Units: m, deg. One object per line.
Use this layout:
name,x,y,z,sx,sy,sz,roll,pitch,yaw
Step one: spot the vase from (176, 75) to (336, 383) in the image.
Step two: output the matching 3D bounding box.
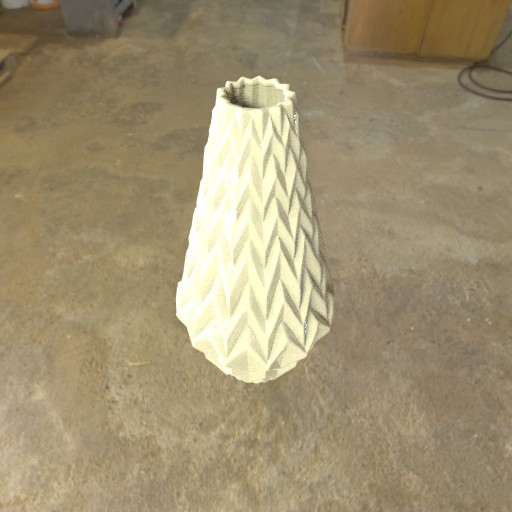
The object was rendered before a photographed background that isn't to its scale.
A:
vase,0.000,0.000,0.425,0.167,0.328,0.167,0,46,0
